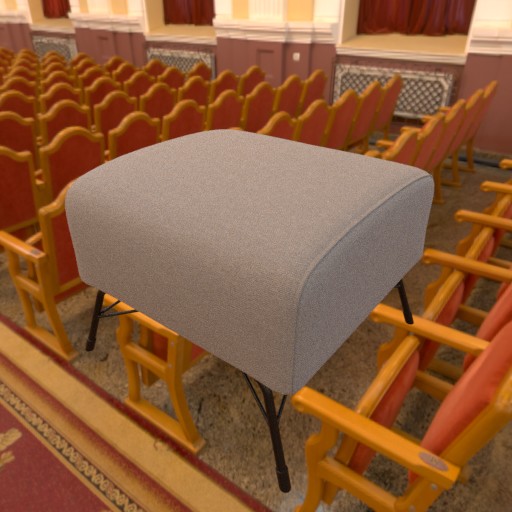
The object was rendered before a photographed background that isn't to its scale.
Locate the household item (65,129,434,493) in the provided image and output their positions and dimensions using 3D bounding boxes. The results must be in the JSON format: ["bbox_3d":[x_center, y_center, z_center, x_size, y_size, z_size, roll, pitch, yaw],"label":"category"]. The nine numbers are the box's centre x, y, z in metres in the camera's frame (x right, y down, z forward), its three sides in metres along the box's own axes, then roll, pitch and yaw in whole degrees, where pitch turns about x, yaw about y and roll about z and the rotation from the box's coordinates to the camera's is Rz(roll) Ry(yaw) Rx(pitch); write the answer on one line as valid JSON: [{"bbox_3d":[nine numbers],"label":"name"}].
[{"bbox_3d":[0.000,0.000,0.892,0.530,0.410,0.530,21,36,32],"label":"household item"}]
